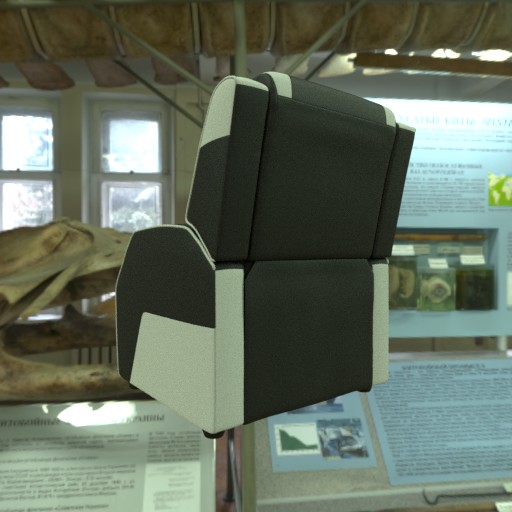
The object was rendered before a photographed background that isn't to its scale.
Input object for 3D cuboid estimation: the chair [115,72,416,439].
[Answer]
[{"bbox_3d":[0.000,0.000,1.305,0.620,0.805,0.672,-1,1,-37],"label":"chair"}]
